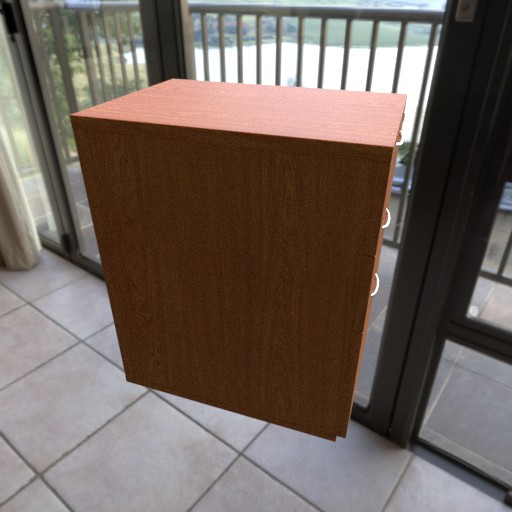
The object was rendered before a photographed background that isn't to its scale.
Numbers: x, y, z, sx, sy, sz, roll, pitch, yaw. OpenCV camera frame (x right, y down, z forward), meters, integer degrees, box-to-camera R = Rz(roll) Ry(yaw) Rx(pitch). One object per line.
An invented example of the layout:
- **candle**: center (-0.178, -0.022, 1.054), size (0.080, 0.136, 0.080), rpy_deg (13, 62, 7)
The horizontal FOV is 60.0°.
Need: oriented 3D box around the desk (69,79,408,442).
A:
- **desk**: center (0.000, 0.000, 1.098), size (0.600, 0.730, 0.404), rpy_deg (10, 33, 16)
